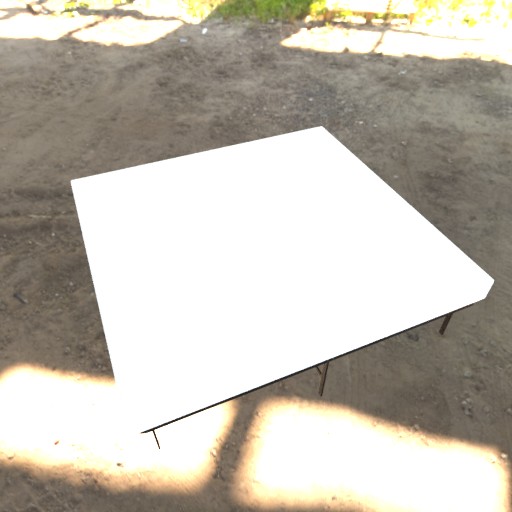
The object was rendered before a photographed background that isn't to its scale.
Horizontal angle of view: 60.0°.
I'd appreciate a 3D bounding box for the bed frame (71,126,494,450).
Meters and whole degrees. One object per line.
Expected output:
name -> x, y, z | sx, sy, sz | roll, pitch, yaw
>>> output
bed frame -> 0.000, 0.000, 2.980 | 2.032, 0.559, 1.930 | -17, 46, -17
